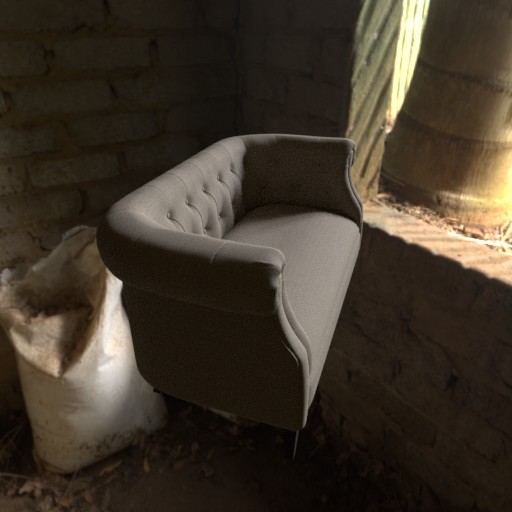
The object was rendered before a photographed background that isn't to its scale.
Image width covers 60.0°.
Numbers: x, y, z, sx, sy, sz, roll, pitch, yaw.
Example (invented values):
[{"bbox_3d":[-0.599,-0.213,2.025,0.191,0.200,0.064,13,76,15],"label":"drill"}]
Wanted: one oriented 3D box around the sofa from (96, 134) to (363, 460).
[{"bbox_3d":[0.000,0.000,2.069,0.835,0.827,1.558,10,30,17],"label":"sofa"}]
